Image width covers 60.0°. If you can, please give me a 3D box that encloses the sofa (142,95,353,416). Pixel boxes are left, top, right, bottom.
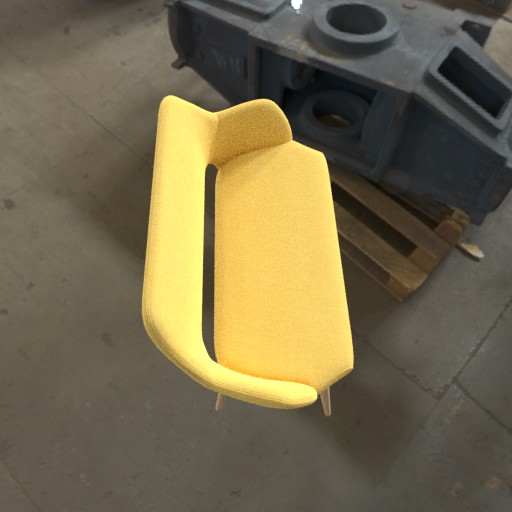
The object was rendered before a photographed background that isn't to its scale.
[{"bbox_3d":[0.000,0.000,1.649,0.610,0.840,1.150,-2,63,-1],"label":"sofa"}]
